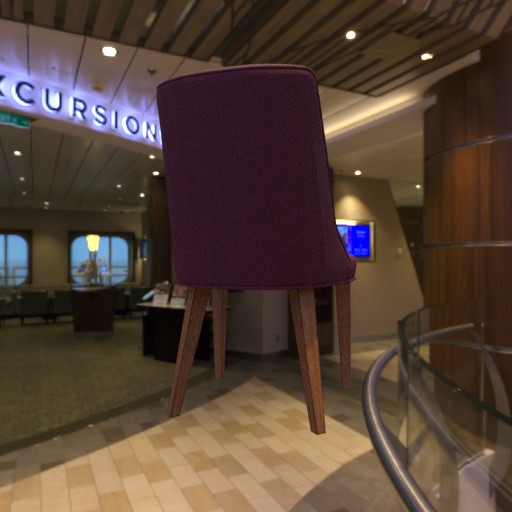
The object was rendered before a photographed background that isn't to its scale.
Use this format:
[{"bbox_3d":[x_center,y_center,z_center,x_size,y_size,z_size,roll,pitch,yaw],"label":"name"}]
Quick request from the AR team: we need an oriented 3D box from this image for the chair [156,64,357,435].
[{"bbox_3d":[0.000,0.000,1.336,0.548,0.916,0.638,0,-1,17],"label":"chair"}]
